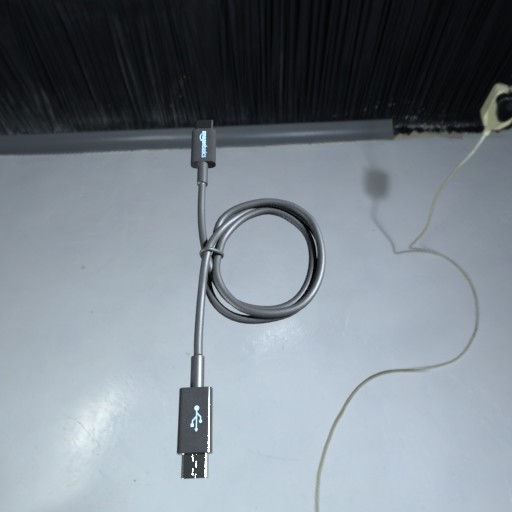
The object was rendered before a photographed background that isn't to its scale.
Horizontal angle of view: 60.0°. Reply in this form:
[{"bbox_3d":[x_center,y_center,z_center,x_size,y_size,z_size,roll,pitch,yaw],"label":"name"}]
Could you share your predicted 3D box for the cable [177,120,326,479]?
[{"bbox_3d":[0.000,0.000,0.216,0.070,0.014,0.192,-2,60,-1],"label":"cable"}]
